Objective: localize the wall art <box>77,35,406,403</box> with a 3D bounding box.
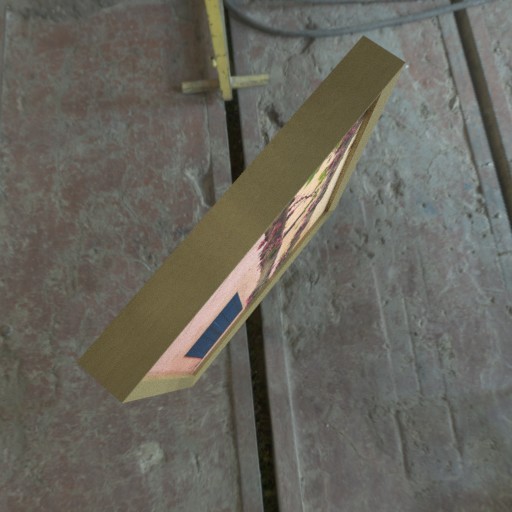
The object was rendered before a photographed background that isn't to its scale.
[{"bbox_3d":[0.000,0.000,0.445,0.038,0.305,0.304,38,78,9],"label":"wall art"}]
